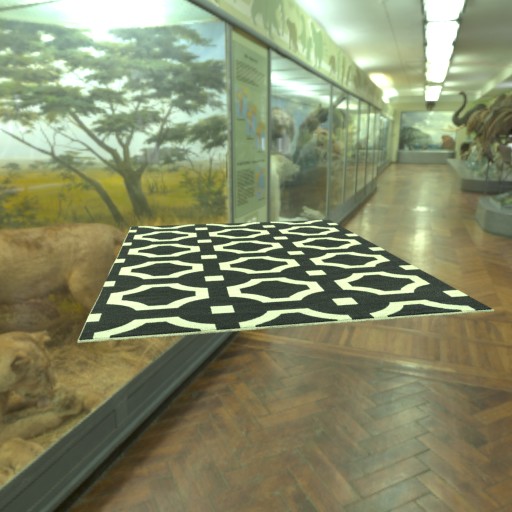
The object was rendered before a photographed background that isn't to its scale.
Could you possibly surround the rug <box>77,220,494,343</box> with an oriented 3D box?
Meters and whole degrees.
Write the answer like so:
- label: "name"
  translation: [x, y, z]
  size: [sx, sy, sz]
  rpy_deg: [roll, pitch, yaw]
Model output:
- label: "rug"
  translation: [0.000, 0.000, 3.991]
  size: [2.466, 0.021, 3.049]
  rpy_deg: [-3, 15, -10]
